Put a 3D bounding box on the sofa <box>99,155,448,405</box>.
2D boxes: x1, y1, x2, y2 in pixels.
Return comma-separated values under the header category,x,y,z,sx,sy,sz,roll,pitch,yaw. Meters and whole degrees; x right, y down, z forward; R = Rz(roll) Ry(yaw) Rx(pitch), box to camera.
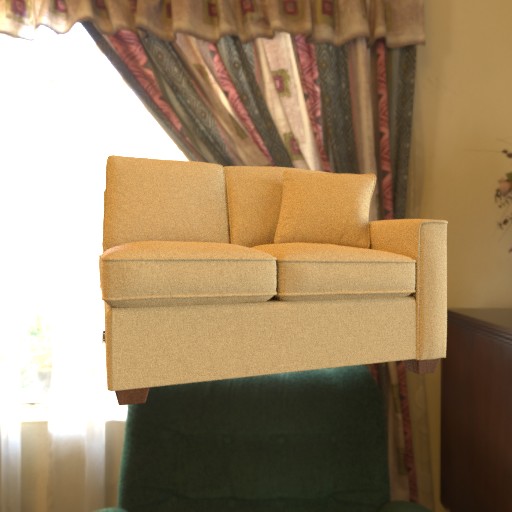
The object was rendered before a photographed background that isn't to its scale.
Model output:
category,x,y,z,sx,sy,sz,roll,pitch,yaw
sofa,0.000,0.000,2.073,1.388,0.989,0.991,0,0,-19
